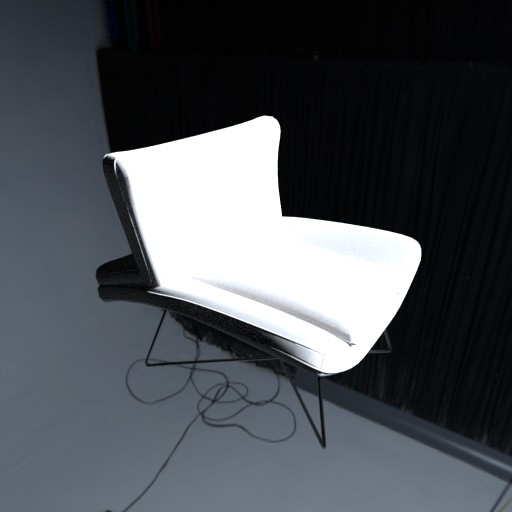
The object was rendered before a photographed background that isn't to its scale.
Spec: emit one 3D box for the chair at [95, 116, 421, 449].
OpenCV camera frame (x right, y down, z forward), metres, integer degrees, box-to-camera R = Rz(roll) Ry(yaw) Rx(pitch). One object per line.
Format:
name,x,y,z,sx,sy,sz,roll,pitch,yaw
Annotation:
chair,0.000,0.000,1.644,1.008,0.855,0.859,17,31,31
